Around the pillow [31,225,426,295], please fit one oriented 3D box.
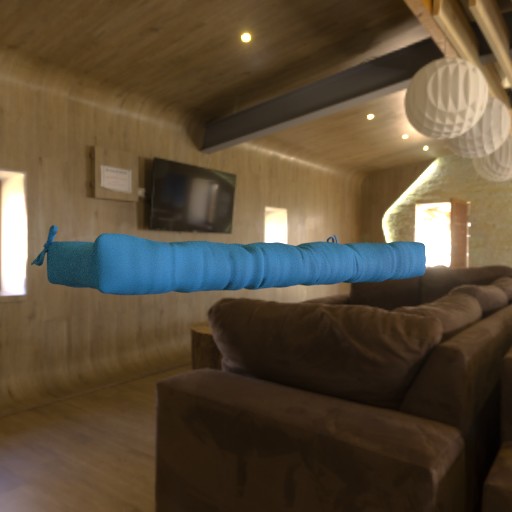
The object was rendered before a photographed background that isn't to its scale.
[{"bbox_3d":[0.000,0.000,1.373,1.194,0.174,0.511,0,0,-37],"label":"pillow"}]
